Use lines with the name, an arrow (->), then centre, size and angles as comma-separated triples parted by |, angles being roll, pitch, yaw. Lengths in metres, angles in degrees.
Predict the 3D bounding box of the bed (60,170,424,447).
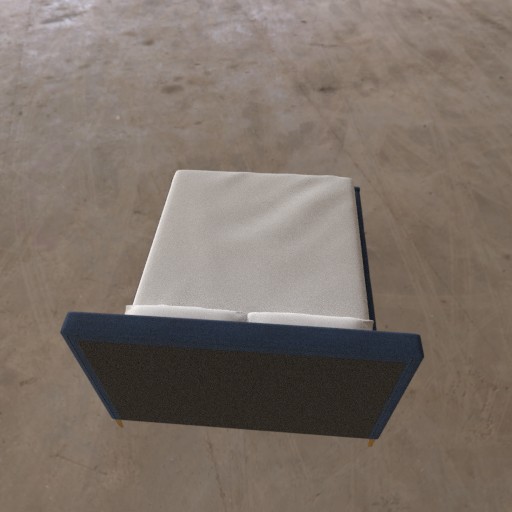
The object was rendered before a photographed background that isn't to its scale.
bed -> 0.000, 0.000, 3.199 | 1.723, 1.231, 2.172 | 3, 48, 3
